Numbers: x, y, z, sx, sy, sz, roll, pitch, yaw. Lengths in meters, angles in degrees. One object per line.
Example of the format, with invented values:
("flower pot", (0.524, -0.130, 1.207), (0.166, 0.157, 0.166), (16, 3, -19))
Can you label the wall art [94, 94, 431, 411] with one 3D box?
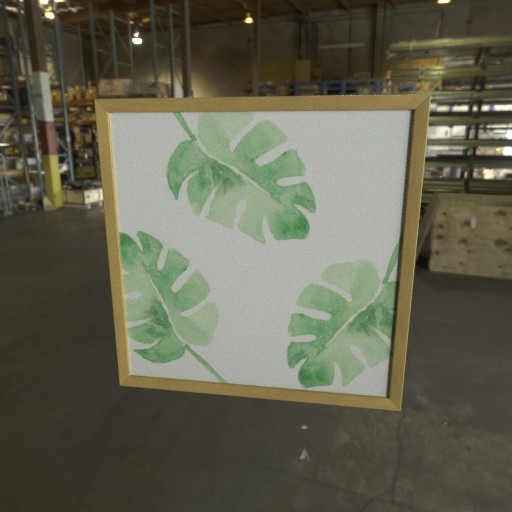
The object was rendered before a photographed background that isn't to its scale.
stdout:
("wall art", (0.000, 0.000, 0.454), (0.305, 0.305, 0.038), (2, 15, 9))
